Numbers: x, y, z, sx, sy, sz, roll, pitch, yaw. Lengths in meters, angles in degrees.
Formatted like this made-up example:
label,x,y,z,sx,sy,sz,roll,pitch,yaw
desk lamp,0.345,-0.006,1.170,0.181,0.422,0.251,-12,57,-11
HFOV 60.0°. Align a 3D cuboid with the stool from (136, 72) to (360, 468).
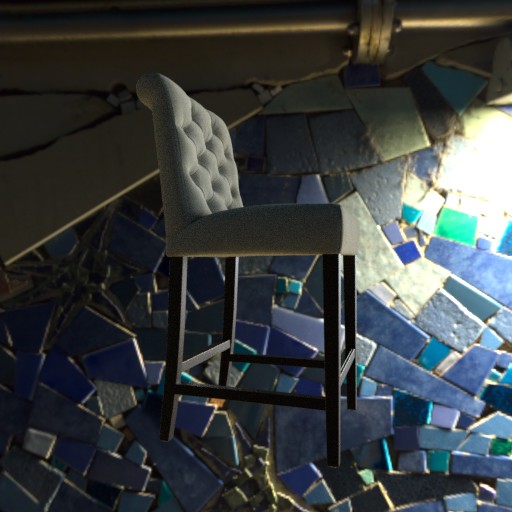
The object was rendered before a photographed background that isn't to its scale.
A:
label,x,y,z,sx,sy,sz,roll,pitch,yaw
stool,0.000,0.000,1.383,0.601,1.040,0.493,0,0,18
